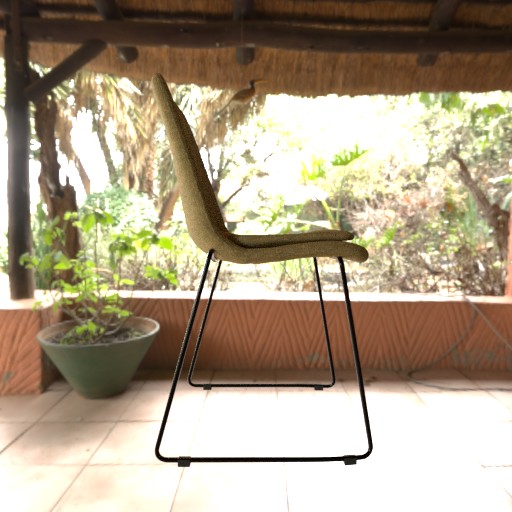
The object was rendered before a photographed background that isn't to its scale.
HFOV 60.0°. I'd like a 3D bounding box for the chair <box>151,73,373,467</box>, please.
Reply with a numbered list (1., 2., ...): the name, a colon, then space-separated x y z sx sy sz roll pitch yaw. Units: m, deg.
1. chair: 0.000 0.000 1.134 0.496 0.849 0.479 0 2 0
